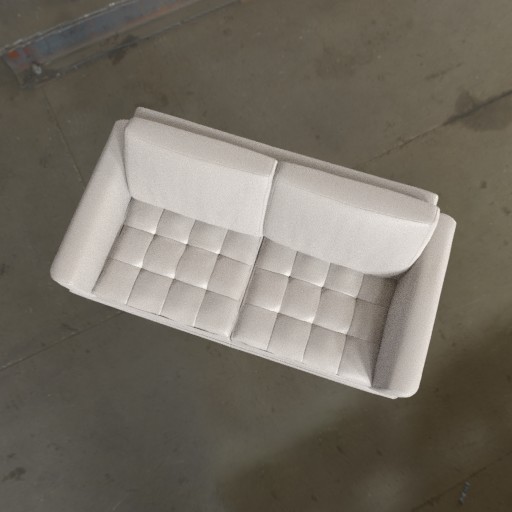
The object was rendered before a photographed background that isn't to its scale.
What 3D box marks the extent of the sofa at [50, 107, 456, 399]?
[{"bbox_3d":[0.000,0.000,2.676,2.177,0.930,1.121,17,76,4],"label":"sofa"}]
